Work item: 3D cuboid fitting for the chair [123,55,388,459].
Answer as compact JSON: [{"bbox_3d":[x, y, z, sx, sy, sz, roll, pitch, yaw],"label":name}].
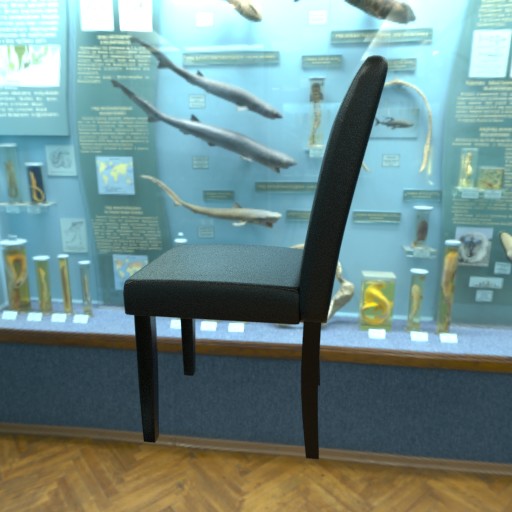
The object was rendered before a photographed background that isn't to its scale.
[{"bbox_3d":[0.000,0.000,1.145,0.556,0.897,0.399,2,14,8],"label":"chair"}]
